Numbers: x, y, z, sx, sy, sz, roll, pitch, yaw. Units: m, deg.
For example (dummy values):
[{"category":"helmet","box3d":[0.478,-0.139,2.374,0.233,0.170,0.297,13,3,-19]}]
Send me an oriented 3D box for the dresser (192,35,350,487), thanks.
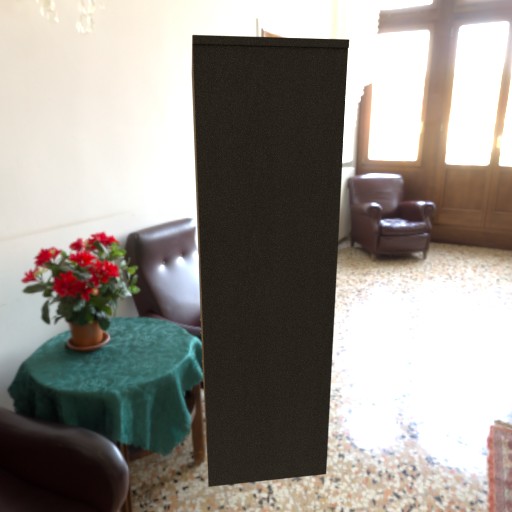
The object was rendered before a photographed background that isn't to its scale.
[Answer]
[{"category":"dresser","box3d":[0.000,0.000,1.537,0.399,1.255,0.704,-2,16,-8]}]
